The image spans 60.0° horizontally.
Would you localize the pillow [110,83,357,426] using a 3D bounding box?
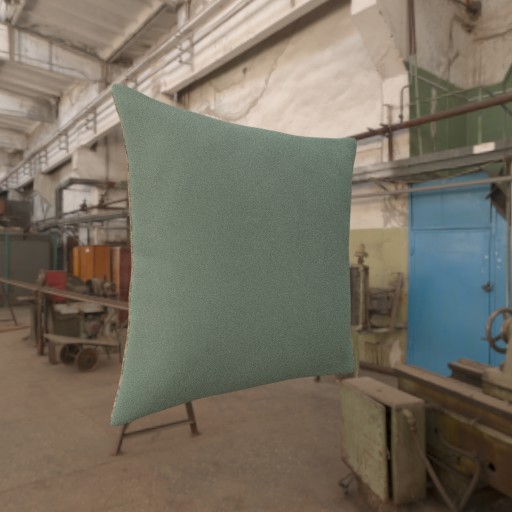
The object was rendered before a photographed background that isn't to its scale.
[{"bbox_3d":[0.000,0.000,0.806,0.526,0.507,0.166,0,0,-36],"label":"pillow"}]
